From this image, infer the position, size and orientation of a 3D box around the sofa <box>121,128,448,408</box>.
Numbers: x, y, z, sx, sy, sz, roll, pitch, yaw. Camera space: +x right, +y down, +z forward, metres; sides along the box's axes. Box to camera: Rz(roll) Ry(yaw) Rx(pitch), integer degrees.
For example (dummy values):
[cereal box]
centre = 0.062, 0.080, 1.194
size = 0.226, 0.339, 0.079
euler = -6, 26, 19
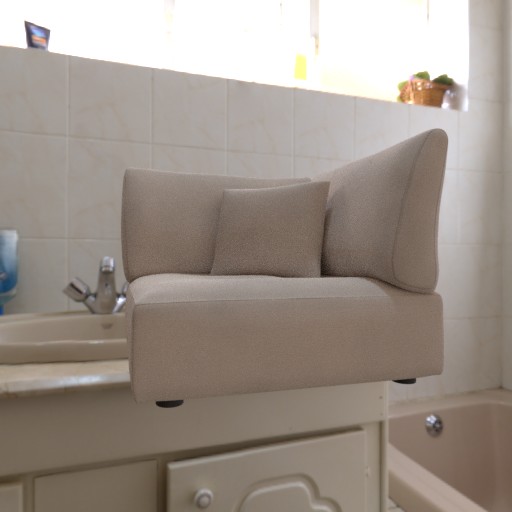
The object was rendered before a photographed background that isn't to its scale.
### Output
[sofa]
centre = 0.000, 0.000, 1.722
size = 1.000, 0.820, 1.000
euler = 0, 0, -17
